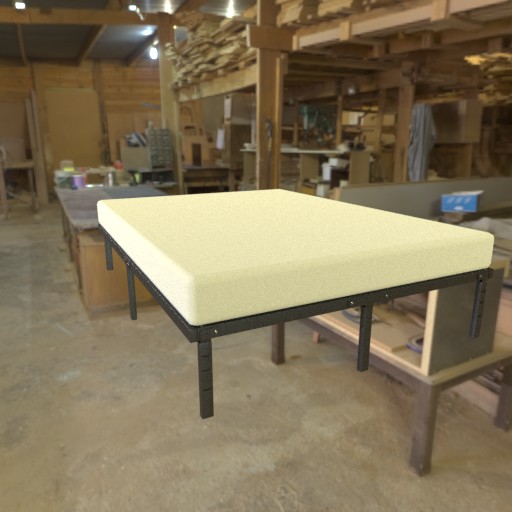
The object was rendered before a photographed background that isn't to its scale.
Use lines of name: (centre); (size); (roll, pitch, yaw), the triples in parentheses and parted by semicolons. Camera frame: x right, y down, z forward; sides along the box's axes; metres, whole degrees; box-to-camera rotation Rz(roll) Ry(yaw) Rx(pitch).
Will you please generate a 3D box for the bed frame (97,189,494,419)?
bed frame: (0.000, 0.000, 3.475); (1.990, 0.680, 2.635); (-8, 17, -26)
